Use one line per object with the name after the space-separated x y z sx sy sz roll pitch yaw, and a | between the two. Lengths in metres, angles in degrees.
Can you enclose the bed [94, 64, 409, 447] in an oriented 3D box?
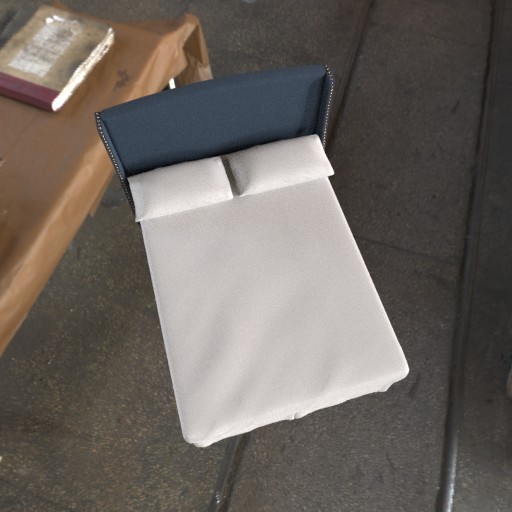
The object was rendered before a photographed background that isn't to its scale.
0.000 0.000 3.272 1.710 1.407 2.237 -14 65 -7 | bed
